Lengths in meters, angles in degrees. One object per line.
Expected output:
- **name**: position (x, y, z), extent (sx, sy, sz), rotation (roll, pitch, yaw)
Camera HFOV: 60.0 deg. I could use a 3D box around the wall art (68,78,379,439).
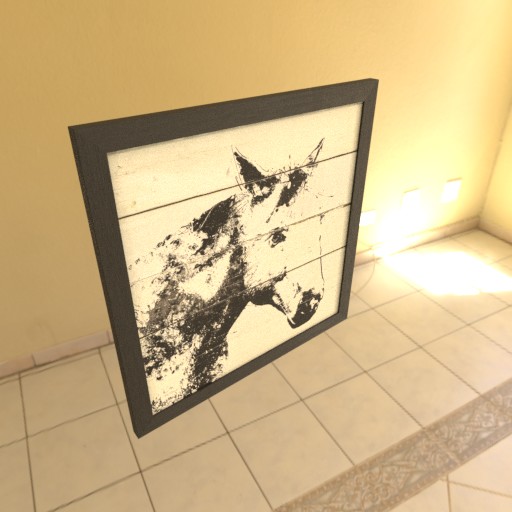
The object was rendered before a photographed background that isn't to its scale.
- **wall art**: position (0.000, 0.000, 1.484), extent (1.016, 1.016, 0.038), rotation (-22, 37, -32)
